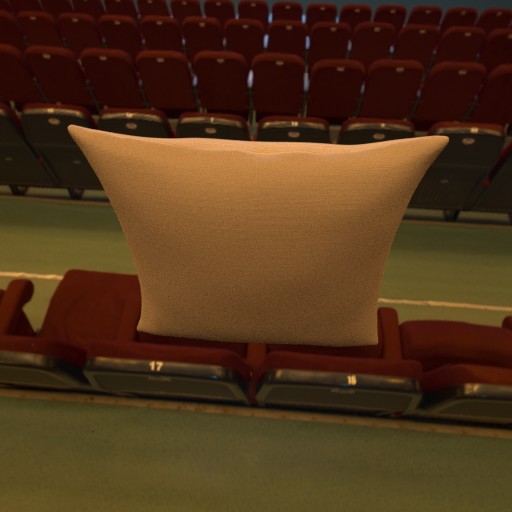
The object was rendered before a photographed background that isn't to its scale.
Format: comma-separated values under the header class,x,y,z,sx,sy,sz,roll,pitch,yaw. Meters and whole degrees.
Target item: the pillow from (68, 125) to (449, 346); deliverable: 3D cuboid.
class,x,y,z,sx,sy,sz,roll,pitch,yaw
pillow,0.000,0.000,0.769,0.512,0.497,0.204,3,47,3
